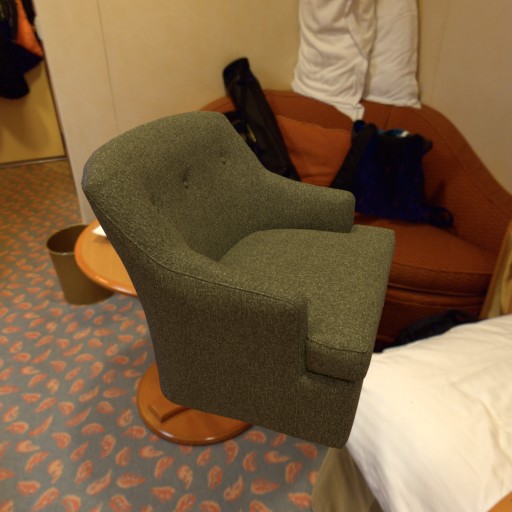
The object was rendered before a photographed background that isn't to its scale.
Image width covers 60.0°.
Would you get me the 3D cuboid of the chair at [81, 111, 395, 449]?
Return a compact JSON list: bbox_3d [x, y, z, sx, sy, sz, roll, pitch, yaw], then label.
[{"bbox_3d":[0.000,0.000,1.593,0.923,0.856,0.864,11,32,18],"label":"chair"}]
